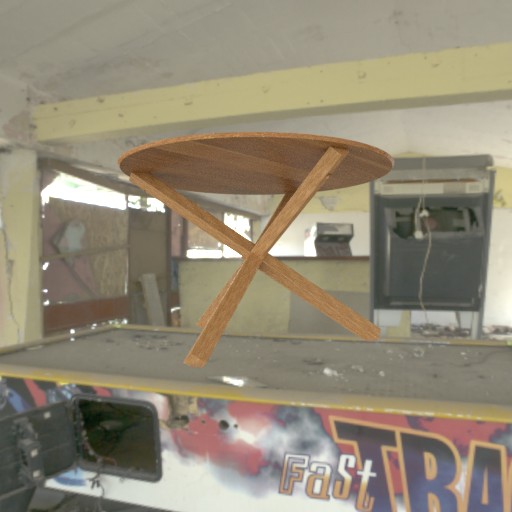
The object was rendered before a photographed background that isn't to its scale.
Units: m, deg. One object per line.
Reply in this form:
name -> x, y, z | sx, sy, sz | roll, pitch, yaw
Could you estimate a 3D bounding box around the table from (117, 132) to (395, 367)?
table -> 0.000, 0.000, 1.734 | 1.038, 0.666, 1.038 | 0, -1, 0
